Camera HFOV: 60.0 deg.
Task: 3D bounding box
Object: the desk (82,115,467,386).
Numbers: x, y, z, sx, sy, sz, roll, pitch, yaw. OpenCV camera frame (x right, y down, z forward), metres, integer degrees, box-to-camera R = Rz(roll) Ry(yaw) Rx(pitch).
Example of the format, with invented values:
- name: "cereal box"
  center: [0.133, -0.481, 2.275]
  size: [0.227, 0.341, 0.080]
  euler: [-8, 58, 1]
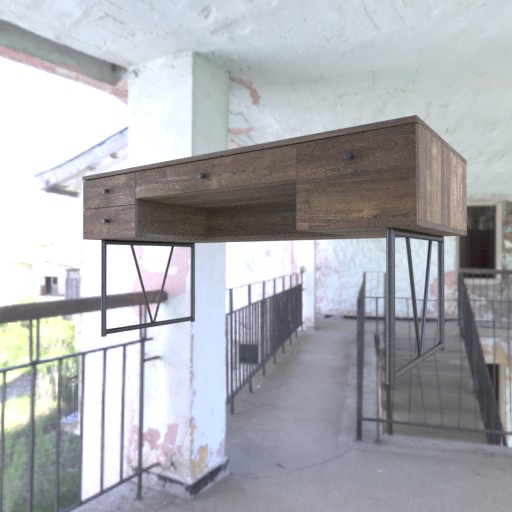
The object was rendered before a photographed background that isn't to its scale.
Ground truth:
- name: "desk"
  center: [0.000, 0.000, 1.983]
  size: [1.600, 0.780, 0.730]
  euler: [0, 0, 36]
